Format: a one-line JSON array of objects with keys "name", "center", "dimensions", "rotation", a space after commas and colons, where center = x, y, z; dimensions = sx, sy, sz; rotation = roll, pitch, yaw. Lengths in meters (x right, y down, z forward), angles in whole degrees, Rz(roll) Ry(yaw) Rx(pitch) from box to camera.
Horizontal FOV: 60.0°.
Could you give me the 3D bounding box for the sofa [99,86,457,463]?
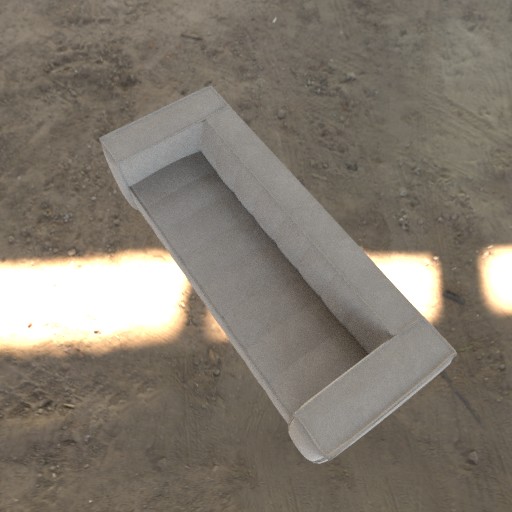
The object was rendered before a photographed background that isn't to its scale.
[{"name": "sofa", "center": [0.000, 0.000, 3.190], "dimensions": [1.038, 0.680, 2.697], "rotation": [-32, 67, -15]}]
